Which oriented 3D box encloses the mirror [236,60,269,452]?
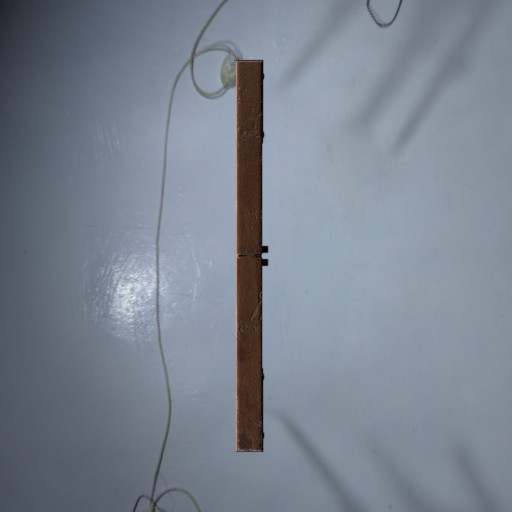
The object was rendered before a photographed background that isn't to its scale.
[{"bbox_3d":[0.000,0.000,0.960,0.053,0.761,0.517,0,90,0],"label":"mirror"}]
